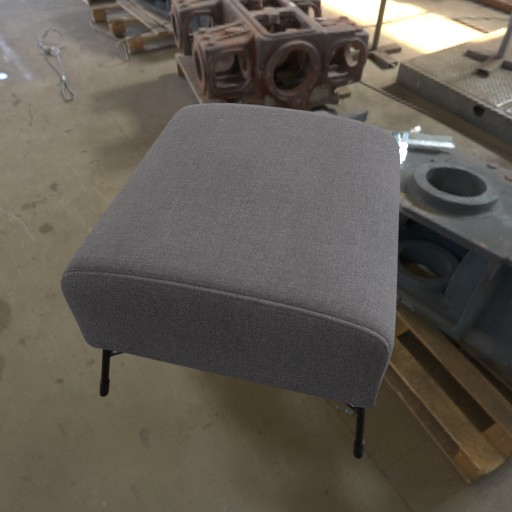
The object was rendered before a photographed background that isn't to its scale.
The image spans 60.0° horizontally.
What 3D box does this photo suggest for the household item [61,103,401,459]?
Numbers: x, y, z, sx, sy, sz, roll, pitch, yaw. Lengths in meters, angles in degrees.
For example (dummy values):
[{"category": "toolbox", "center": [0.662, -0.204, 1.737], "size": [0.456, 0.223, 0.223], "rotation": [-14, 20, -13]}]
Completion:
[{"category": "household item", "center": [0.000, 0.000, 0.881], "size": [0.530, 0.410, 0.530], "rotation": [10, 48, 9]}]
